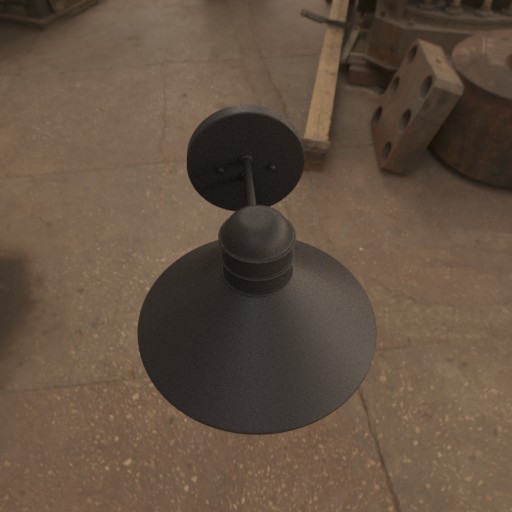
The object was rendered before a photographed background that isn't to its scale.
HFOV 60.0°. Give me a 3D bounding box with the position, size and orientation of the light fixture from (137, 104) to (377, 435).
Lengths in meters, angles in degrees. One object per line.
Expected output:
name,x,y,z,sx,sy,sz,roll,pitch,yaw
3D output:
light fixture,0.000,0.000,0.668,0.396,0.265,0.434,-4,46,-4
